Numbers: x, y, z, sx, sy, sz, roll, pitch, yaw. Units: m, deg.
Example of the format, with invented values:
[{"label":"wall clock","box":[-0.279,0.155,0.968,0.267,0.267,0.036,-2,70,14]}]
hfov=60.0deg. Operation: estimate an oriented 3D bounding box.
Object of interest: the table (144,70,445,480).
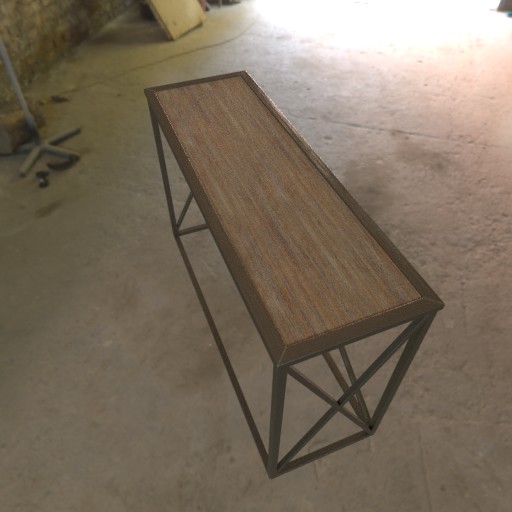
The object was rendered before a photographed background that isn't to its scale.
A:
[{"label":"table","box":[0.000,0.000,1.573,0.402,0.753,1.216,-17,50,-15]}]
